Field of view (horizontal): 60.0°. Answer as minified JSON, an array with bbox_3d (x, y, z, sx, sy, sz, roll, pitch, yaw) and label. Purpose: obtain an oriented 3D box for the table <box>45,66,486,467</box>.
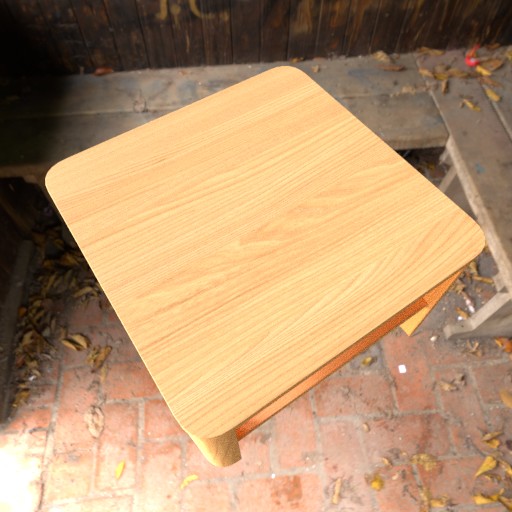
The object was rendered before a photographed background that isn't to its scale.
[{"bbox_3d":[0.000,0.000,1.195,0.750,0.450,0.750,-30,63,-17],"label":"table"}]
